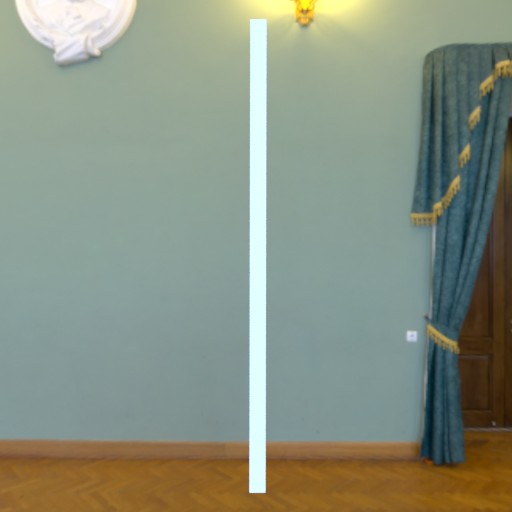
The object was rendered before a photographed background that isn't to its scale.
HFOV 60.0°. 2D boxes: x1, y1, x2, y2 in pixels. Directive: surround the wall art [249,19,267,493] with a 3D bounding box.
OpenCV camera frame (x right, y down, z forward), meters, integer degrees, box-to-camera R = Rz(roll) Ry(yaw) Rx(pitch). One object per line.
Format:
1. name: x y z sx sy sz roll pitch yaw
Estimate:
1. wall art: 0.000 0.000 1.380 0.039 1.050 0.795 0 0 -1
